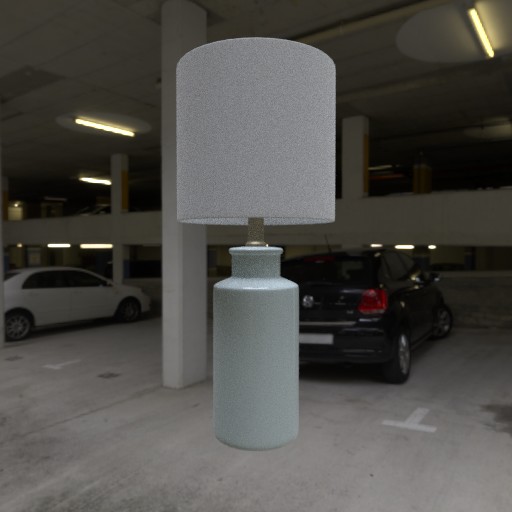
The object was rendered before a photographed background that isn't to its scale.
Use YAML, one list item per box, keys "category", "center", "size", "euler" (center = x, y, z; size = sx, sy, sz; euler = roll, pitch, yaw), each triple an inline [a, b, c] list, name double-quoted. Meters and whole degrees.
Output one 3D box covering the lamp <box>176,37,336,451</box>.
- category: "lamp"
  center: [0.000, 0.000, 0.606]
  size: [0.212, 0.493, 0.212]
  euler: [1, 2, 35]
